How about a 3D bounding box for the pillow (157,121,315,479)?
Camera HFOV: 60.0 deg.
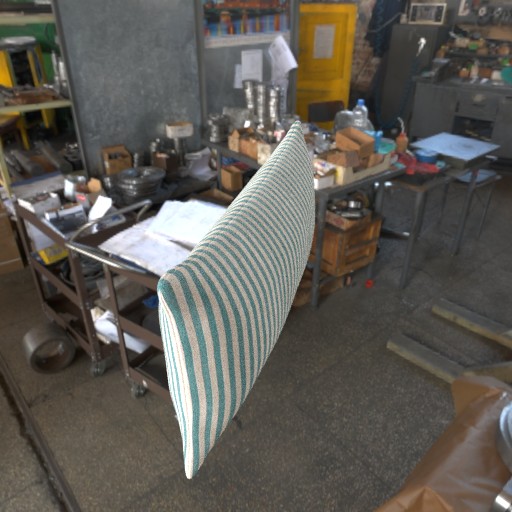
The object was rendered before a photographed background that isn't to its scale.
[{"bbox_3d":[0.000,0.000,0.721,0.151,0.295,0.617,8,32,14],"label":"pillow"}]
